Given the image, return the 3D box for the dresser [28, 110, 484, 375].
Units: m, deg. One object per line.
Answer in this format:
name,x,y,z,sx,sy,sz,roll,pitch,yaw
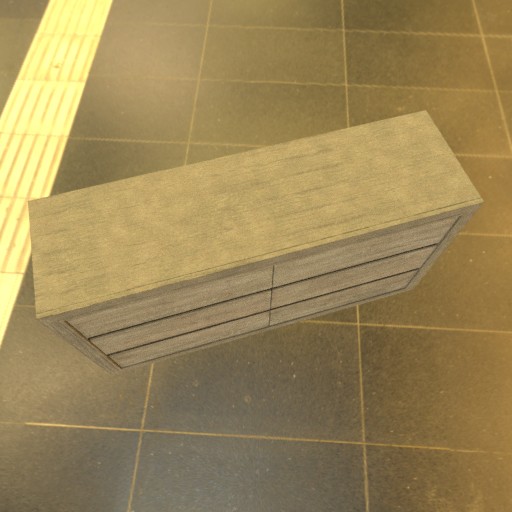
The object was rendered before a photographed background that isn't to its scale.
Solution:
dresser,0.000,0.000,2.042,1.628,0.889,0.483,-15,64,-7
